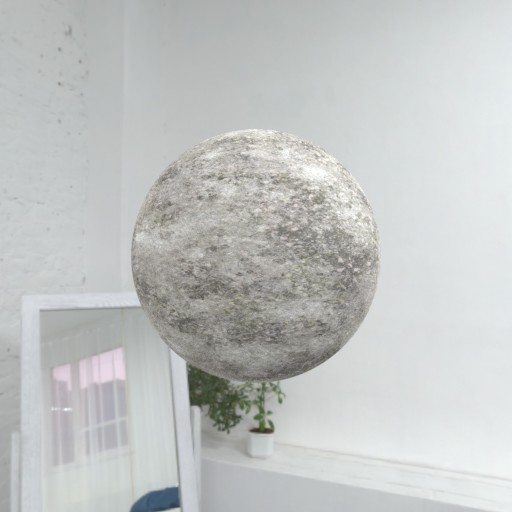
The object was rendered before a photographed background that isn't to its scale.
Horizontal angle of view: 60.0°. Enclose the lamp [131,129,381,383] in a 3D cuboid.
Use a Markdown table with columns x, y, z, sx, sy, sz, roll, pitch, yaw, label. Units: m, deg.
| x | y | z | sx | sy | sz | roll | pitch | yaw | label |
| --- | --- | --- | --- | --- | --- | --- | --- | --- | --- |
| 0.000 | 0.000 | 0.778 | 0.422 | 0.429 | 0.422 | 0 | -1 | 0 | lamp |
